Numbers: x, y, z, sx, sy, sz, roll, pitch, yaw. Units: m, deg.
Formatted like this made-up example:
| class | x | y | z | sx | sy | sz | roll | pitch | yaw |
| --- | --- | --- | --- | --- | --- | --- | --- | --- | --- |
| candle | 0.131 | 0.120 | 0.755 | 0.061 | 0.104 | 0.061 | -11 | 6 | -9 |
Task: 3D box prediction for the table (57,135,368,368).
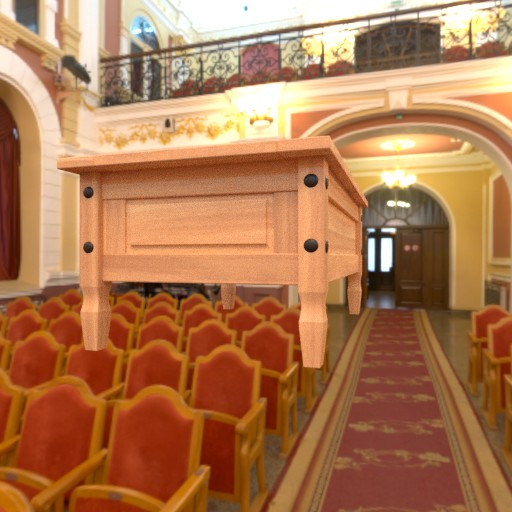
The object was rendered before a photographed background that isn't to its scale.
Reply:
| class | x | y | z | sx | sy | sz | roll | pitch | yaw |
| --- | --- | --- | --- | --- | --- | --- | --- | --- | --- |
| table | 0.000 | 0.000 | 1.358 | 0.600 | 0.437 | 1.000 | 0 | 0 | 18 |
